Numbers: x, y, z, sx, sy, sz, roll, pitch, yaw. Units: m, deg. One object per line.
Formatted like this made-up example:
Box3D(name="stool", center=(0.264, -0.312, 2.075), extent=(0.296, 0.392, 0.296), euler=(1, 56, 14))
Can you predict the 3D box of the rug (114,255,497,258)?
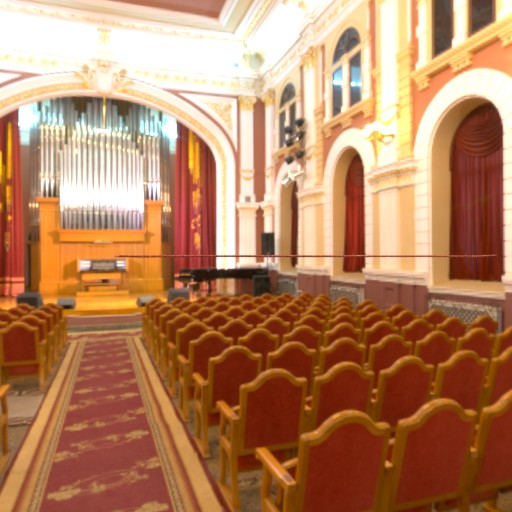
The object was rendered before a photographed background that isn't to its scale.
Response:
Box3D(name="rug", center=(0.000, 0.000, 4.112), extent=(2.489, 0.030, 3.086), euler=(0, 0, -18))
